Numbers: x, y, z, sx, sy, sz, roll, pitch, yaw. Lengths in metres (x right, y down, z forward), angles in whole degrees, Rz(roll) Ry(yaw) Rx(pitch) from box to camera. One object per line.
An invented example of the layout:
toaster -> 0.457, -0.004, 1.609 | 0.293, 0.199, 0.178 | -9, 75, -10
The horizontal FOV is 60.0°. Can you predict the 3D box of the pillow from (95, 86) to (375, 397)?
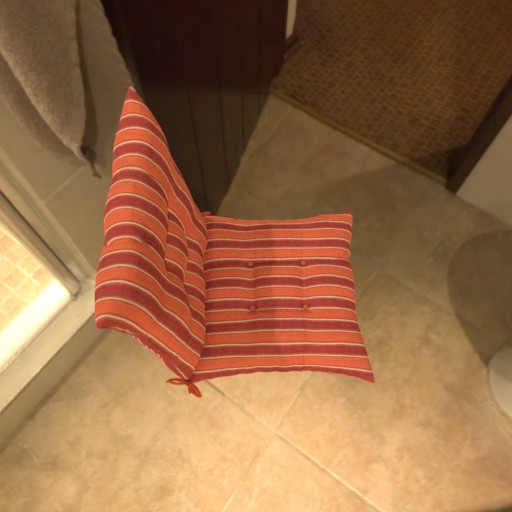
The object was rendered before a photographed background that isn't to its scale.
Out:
pillow -> 0.000, 0.000, 1.015 | 0.585, 0.536, 0.541 | -1, 63, -1
